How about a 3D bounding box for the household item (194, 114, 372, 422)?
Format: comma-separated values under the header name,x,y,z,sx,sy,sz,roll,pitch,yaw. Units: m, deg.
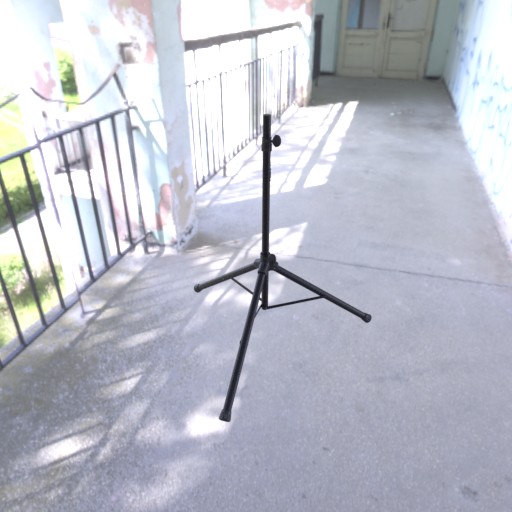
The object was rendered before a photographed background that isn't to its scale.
name,x,y,z,sx,sy,sz,roll,pitch,yaw
household item,0.000,0.000,1.932,1.045,1.136,0.907,10,32,16
